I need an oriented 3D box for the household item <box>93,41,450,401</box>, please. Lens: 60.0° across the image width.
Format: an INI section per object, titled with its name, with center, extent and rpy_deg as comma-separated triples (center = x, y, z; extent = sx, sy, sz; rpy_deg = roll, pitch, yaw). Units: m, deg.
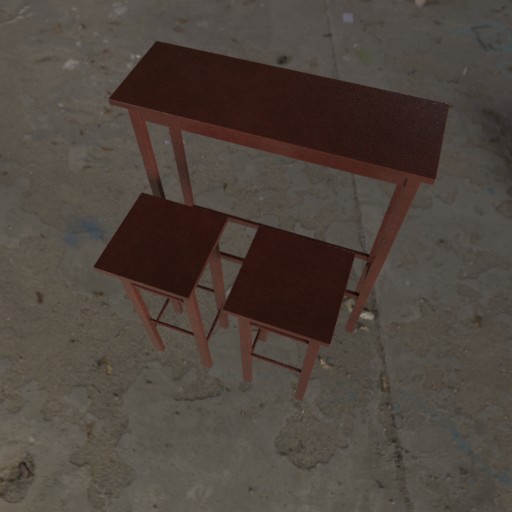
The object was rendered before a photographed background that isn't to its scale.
[household item]
center = 0.000, 0.000, 1.603
extent = 0.914, 1.067, 0.676
rpy_deg = 17, 59, 10
